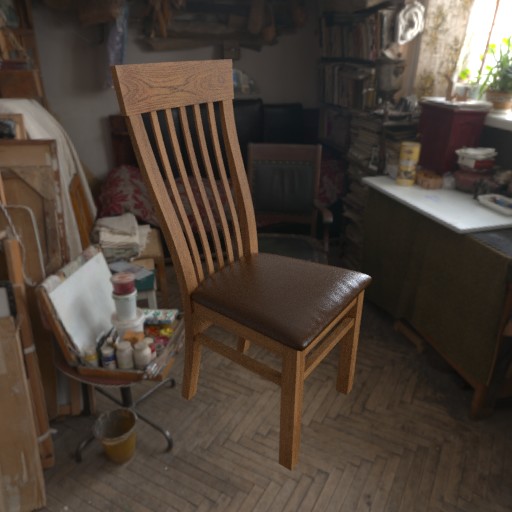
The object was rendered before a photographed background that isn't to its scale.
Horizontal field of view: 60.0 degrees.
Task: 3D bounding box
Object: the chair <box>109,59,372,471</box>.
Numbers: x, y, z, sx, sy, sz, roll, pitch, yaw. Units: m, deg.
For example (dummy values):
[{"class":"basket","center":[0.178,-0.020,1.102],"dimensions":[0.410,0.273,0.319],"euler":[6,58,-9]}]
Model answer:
[{"class":"chair","center":[0.000,0.000,1.324],"dimensions":[0.580,1.050,0.450],"euler":[17,31,32]}]
